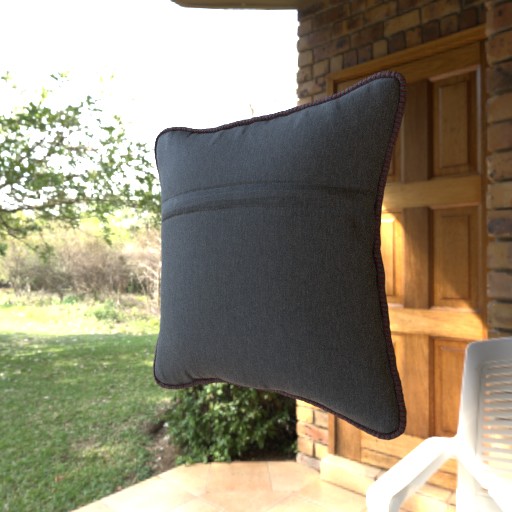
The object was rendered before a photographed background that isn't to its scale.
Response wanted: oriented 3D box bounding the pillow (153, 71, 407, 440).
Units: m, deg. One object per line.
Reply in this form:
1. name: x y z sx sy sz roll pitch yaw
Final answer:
1. pillow: 0.000 0.000 0.714 0.482 0.491 0.124 -1 -1 36
